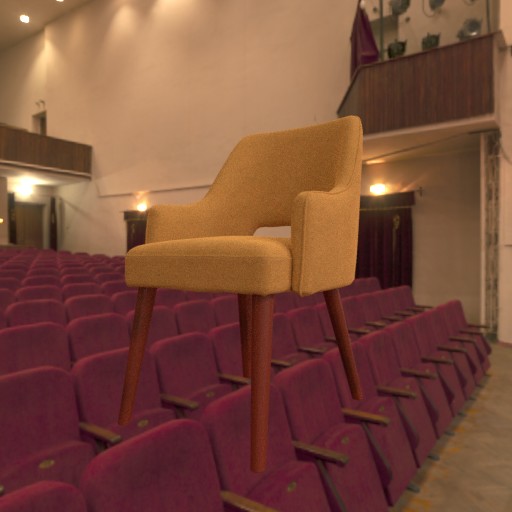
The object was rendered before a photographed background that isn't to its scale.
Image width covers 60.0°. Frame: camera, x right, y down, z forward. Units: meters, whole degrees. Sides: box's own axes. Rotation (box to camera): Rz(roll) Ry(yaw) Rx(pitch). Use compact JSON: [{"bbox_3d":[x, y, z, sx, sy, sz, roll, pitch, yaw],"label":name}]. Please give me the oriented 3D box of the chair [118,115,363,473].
[{"bbox_3d":[0.000,0.000,1.239,0.548,0.849,0.605,0,1,35],"label":"chair"}]
